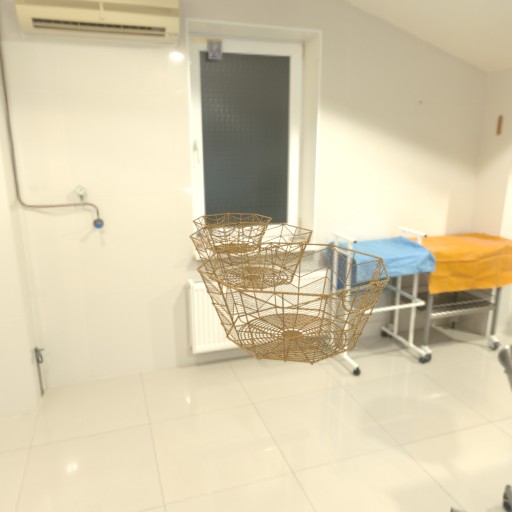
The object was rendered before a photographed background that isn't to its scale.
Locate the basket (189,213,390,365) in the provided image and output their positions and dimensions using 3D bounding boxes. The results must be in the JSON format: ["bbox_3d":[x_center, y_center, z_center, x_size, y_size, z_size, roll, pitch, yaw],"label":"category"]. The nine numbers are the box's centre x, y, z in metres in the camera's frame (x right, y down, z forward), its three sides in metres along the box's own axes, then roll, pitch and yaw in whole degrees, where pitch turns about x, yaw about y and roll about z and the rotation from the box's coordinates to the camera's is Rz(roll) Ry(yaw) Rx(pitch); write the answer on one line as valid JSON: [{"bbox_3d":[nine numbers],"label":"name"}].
[{"bbox_3d":[0.000,0.000,1.400,0.432,0.178,1.245,-3,15,-12],"label":"basket"}]
